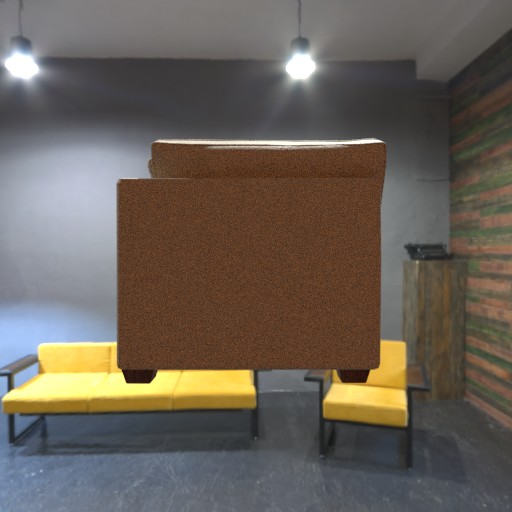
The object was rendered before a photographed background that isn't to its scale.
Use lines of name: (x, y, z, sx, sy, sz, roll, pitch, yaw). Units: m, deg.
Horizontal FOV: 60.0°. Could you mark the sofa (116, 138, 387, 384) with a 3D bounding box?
sofa: (0.000, 0.000, 2.782, 1.053, 0.948, 2.323, 0, 0, 1)
